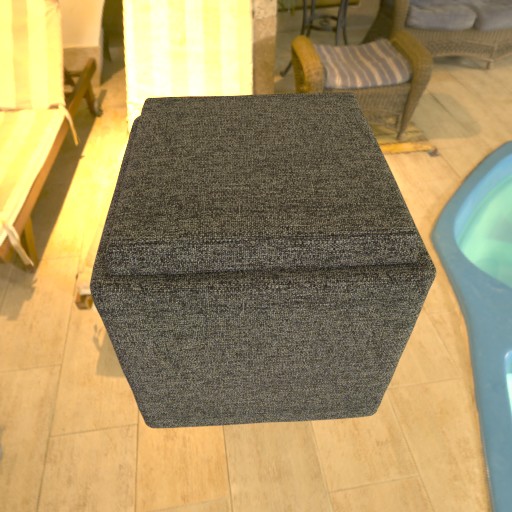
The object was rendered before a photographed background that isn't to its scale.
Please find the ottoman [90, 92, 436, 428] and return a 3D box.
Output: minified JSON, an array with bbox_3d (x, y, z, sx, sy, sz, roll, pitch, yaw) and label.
[{"bbox_3d":[0.000,0.000,0.825,0.450,0.463,0.450,-2,46,-2],"label":"ottoman"}]
